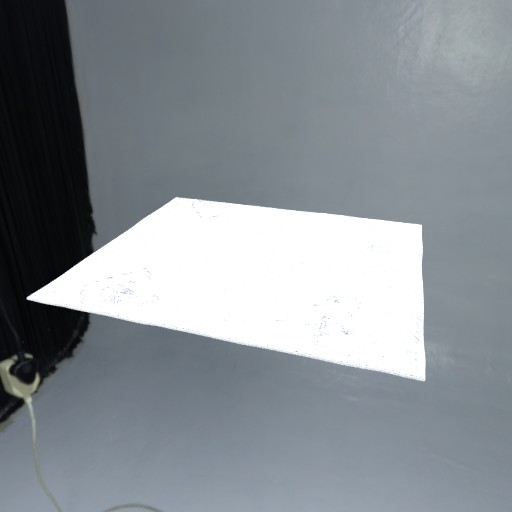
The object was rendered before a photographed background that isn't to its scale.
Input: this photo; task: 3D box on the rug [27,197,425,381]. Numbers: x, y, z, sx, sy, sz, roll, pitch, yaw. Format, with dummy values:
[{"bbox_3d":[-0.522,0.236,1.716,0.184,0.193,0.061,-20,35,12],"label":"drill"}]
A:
[{"bbox_3d":[0.000,0.000,0.893,0.639,0.006,0.548,8,28,16],"label":"rug"}]
